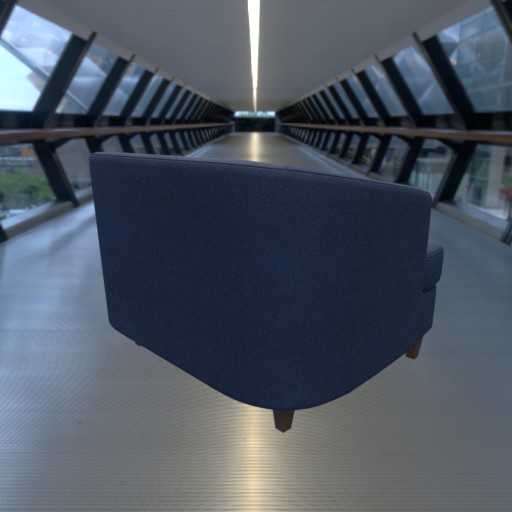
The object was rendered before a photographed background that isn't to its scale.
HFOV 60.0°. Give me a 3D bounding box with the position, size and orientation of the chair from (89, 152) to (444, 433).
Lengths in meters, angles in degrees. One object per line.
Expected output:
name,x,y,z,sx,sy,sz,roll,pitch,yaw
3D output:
chair,0.000,0.000,1.710,1.118,0.787,0.914,15,21,42
